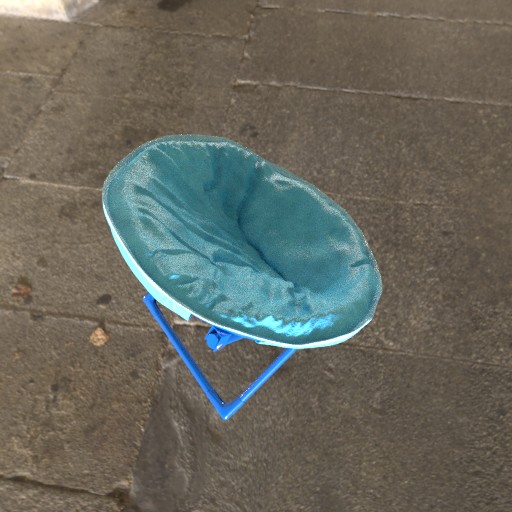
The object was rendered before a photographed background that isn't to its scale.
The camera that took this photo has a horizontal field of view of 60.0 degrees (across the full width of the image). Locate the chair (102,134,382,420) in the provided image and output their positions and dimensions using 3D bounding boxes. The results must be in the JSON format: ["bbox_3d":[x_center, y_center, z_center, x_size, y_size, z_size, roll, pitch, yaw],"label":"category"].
[{"bbox_3d":[0.000,0.000,0.895,0.465,0.478,0.520,-32,64,-18],"label":"chair"}]
